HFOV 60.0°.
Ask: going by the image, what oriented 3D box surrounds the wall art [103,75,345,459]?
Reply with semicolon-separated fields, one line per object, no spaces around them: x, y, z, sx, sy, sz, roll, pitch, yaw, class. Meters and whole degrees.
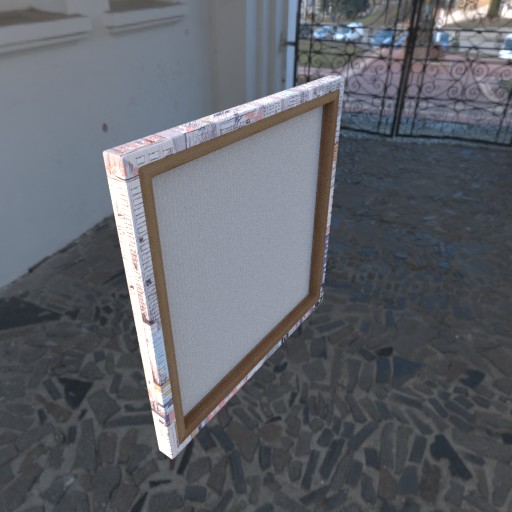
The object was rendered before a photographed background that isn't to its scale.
0.000;0.000;1.141;0.048;0.762;0.761;21;38;29;wall art
